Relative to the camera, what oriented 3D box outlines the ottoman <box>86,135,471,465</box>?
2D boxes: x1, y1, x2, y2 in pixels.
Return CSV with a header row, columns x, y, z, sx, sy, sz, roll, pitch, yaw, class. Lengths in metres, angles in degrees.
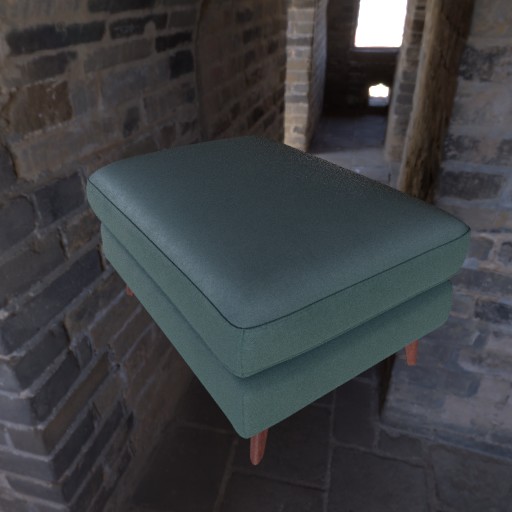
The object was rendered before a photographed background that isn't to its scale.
x,y,z,sx,sy,sz,roll,pitch,yaw,class
0.000,0.000,1.140,0.608,0.449,0.811,-20,36,-29,ottoman
